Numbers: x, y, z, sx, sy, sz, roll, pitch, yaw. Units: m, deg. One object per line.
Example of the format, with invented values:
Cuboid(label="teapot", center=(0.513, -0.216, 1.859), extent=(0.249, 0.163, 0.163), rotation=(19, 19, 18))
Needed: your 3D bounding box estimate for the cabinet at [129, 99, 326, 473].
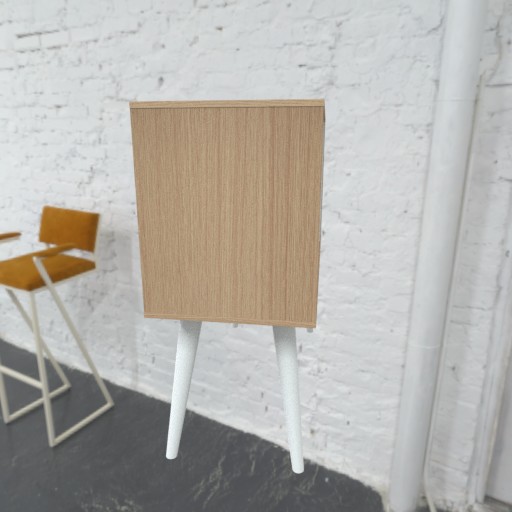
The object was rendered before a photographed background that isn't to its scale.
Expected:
Cuboid(label="cabinet", center=(0.000, 0.000, 1.651), extent=(0.470, 1.016, 1.057), rotation=(2, 15, 8))
